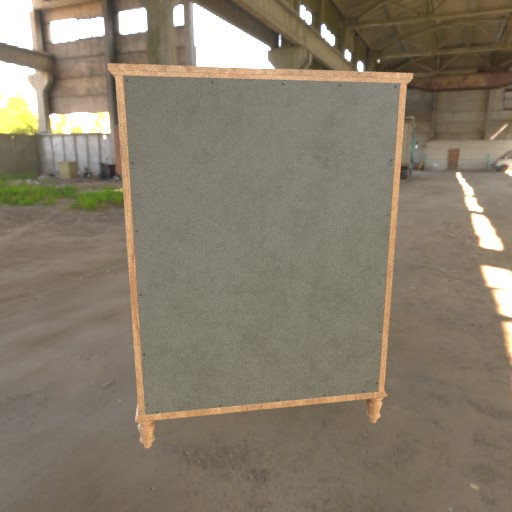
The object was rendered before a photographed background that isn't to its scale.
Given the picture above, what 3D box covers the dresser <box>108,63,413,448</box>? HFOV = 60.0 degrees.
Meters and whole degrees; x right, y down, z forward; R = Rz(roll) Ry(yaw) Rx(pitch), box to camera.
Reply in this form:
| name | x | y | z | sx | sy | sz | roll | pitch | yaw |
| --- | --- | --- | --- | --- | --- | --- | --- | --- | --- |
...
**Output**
| name | x | y | z | sx | sy | sz | roll | pitch | yaw |
| --- | --- | --- | --- | --- | --- | --- | --- | --- | --- |
| dresser | 0.000 | 0.000 | 1.769 | 0.973 | 1.318 | 0.484 | -2 | 14 | -10 |
